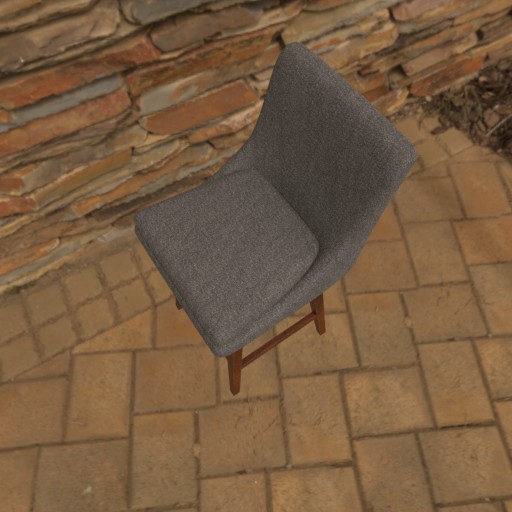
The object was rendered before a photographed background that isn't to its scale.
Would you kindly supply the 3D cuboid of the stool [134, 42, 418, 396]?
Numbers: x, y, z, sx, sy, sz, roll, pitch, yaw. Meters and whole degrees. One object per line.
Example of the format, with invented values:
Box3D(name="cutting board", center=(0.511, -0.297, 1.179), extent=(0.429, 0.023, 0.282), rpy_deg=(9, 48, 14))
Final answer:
Box3D(name="stool", center=(0.000, 0.000, 1.406), extent=(0.572, 1.068, 0.489), rpy_deg=(-31, 67, -15))
